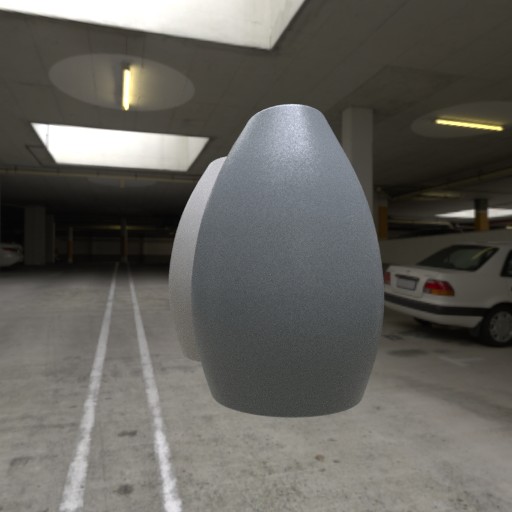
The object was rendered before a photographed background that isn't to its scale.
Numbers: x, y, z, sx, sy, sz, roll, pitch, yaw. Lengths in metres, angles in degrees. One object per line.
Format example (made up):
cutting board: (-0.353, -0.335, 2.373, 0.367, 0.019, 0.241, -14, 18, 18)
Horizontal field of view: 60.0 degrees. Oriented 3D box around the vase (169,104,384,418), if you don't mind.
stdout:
vase: (0.000, 0.000, 0.257, 0.089, 0.131, 0.187, 0, -1, -17)
